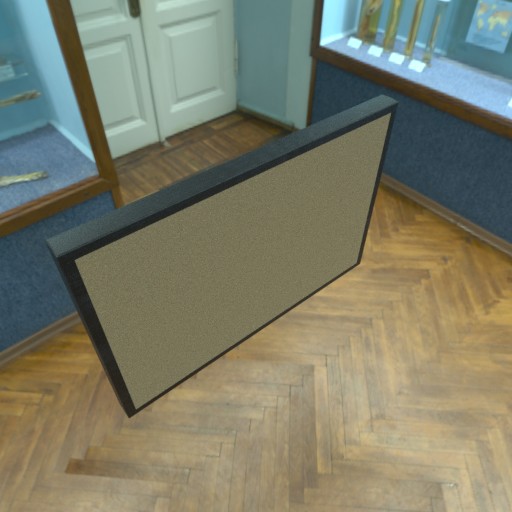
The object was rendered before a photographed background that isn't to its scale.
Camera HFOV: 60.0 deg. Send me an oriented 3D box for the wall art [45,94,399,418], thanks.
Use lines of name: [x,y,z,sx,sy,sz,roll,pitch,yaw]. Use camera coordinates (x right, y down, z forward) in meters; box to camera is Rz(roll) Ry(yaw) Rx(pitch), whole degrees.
wall art: [0.000,0.000,0.789,0.610,0.409,0.038,-30,52,-26]
